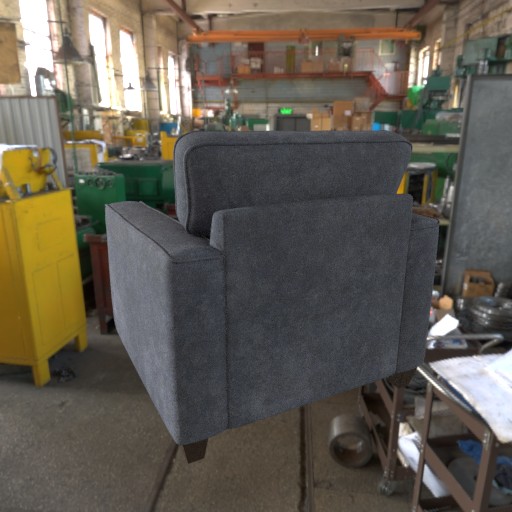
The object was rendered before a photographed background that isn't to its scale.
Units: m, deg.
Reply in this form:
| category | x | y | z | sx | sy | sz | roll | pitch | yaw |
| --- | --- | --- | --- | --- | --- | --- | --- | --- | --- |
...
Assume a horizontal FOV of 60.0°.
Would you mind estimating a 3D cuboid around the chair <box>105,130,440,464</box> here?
| category | x | y | z | sx | sy | sz | roll | pitch | yaw |
| --- | --- | --- | --- | --- | --- | --- | --- | --- | --- |
| chair | 0.000 | 0.000 | 1.762 | 1.015 | 0.965 | 0.939 | -8 | 18 | -27 |
